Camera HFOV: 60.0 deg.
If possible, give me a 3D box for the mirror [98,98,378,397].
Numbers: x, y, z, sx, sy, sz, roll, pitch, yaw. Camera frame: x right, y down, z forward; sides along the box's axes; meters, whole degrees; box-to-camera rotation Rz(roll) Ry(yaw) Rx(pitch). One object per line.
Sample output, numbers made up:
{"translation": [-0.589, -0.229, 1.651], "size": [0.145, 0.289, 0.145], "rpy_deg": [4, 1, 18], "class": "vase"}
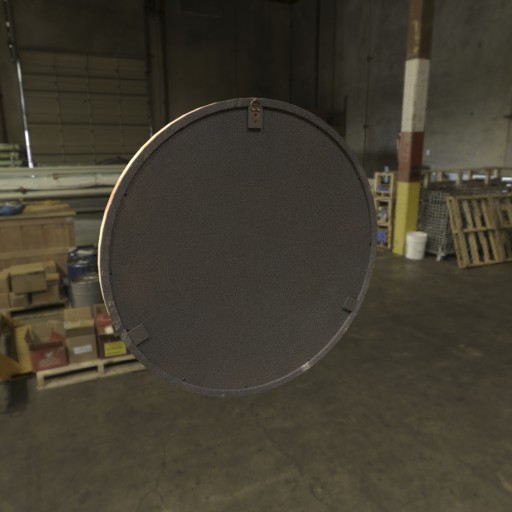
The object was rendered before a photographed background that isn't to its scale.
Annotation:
{"translation": [0.000, 0.000, 1.058], "size": [0.710, 0.710, 0.038], "rpy_deg": [-6, 15, -25], "class": "mirror"}
